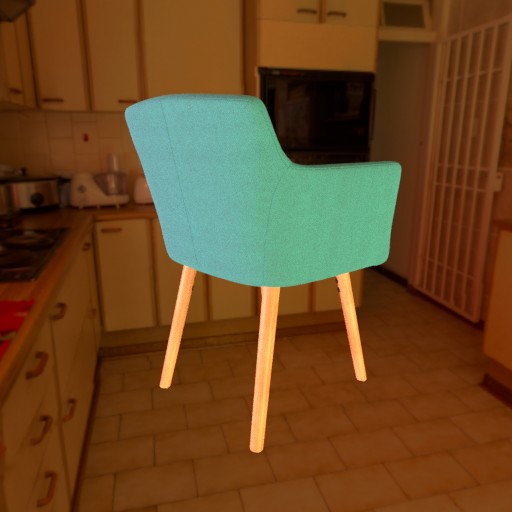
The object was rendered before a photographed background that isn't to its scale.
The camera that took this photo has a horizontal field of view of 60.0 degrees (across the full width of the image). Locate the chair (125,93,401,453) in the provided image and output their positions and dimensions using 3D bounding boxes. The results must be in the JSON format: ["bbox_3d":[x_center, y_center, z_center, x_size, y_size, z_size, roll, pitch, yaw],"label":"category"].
[{"bbox_3d":[0.000,0.000,1.178,0.540,0.780,0.570,-14,21,-42],"label":"chair"}]
